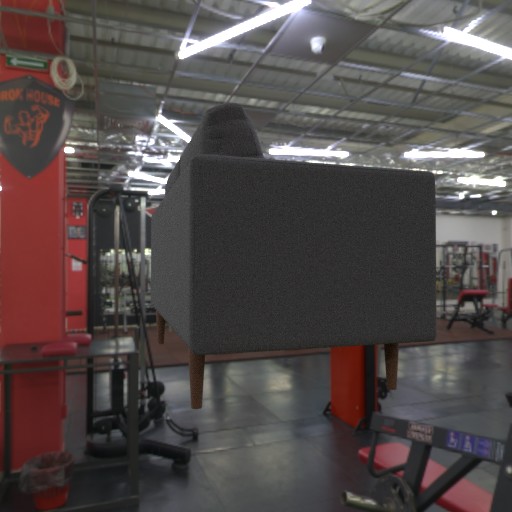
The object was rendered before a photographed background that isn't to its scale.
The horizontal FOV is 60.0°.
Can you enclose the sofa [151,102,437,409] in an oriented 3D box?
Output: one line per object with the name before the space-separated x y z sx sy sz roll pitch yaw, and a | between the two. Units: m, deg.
sofa | 0.000 0.000 1.930 0.796 0.908 1.430 0 -1 -17
